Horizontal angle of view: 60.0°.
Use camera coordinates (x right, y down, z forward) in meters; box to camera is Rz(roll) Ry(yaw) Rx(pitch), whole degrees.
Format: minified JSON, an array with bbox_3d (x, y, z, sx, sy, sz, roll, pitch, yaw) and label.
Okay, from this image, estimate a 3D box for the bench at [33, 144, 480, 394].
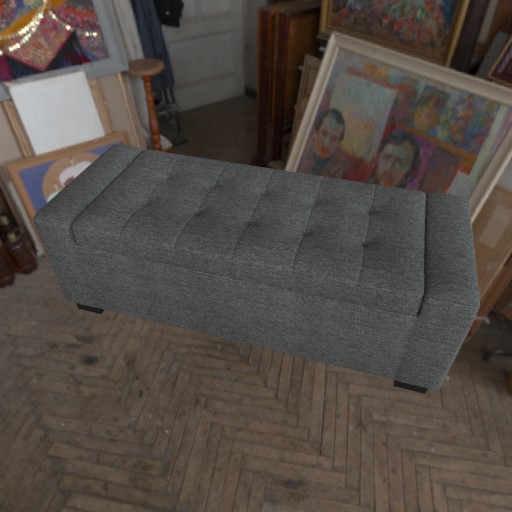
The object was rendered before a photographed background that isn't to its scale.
[{"bbox_3d":[0.000,0.000,1.531,1.296,0.445,0.508,11,43,12],"label":"bench"}]
